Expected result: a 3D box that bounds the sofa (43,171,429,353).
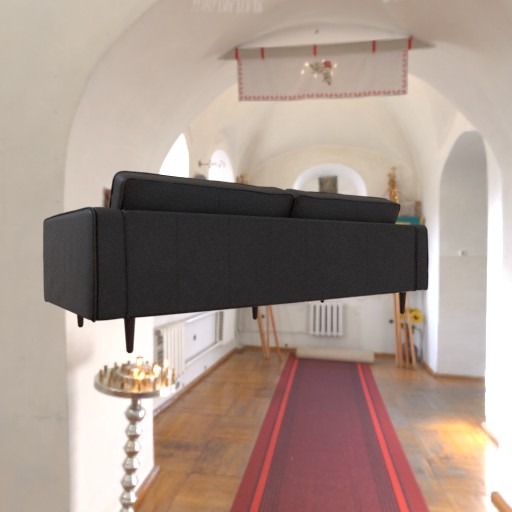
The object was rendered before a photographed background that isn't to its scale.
[{"bbox_3d":[0.000,0.000,2.641,2.210,0.762,0.914,-1,1,-36],"label":"sofa"}]
